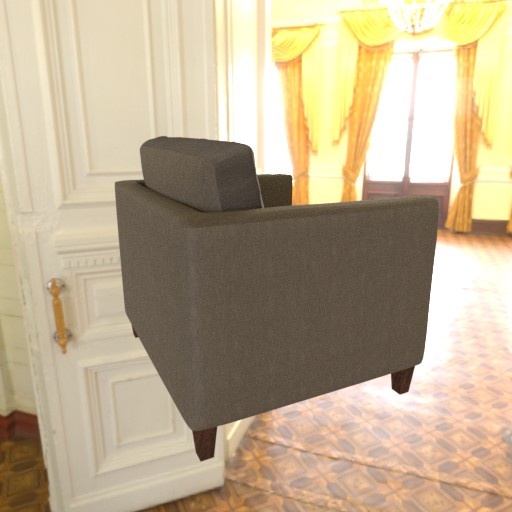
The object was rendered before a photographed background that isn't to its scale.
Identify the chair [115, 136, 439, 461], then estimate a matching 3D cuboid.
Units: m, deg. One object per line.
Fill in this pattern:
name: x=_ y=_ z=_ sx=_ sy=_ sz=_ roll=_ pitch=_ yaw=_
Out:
chair: x=0.000 y=0.000 z=1.852 sx=0.959 sy=0.963 sz=1.107 roll=-8 pitch=17 yaw=-25
